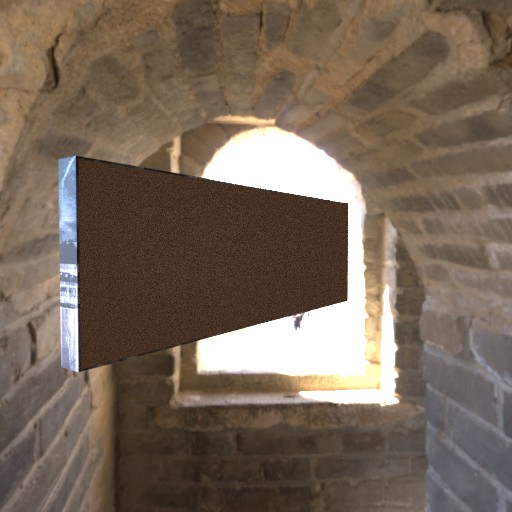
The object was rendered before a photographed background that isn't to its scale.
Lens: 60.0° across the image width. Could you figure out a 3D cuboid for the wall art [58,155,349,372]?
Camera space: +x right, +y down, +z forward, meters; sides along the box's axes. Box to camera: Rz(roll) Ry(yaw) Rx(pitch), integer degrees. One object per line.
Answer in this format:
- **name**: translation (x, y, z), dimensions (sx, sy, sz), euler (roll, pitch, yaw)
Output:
- **wall art**: translation (0.000, 0.000, 0.830), dimensions (0.037, 0.251, 0.759), euler (1, 2, 36)
